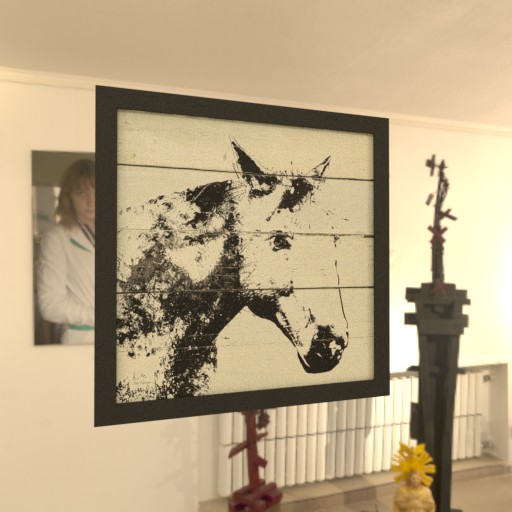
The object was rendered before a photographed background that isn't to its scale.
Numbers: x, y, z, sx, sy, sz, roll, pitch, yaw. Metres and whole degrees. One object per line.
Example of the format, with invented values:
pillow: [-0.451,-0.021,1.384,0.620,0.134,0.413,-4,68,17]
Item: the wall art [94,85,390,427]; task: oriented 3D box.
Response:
wall art: [0.000,0.000,1.487,1.016,1.016,0.038,0,-1,-18]
